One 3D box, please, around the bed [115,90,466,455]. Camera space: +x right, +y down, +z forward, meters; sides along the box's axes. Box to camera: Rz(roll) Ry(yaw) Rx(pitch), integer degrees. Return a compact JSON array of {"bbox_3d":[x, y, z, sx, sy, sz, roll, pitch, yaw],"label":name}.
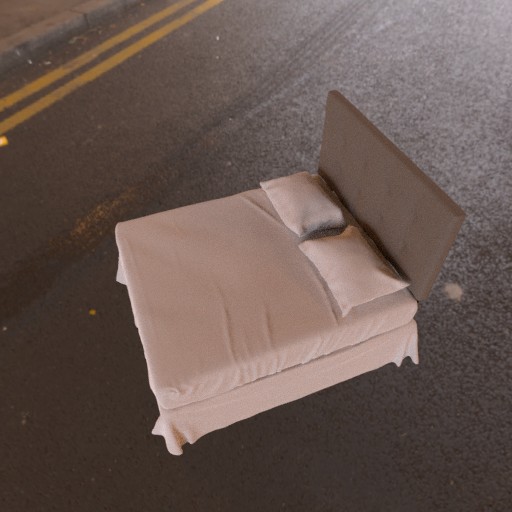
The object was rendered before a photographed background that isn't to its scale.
[{"bbox_3d":[0.000,0.000,3.436,2.222,1.577,1.936,-16,50,-14],"label":"bed"}]
